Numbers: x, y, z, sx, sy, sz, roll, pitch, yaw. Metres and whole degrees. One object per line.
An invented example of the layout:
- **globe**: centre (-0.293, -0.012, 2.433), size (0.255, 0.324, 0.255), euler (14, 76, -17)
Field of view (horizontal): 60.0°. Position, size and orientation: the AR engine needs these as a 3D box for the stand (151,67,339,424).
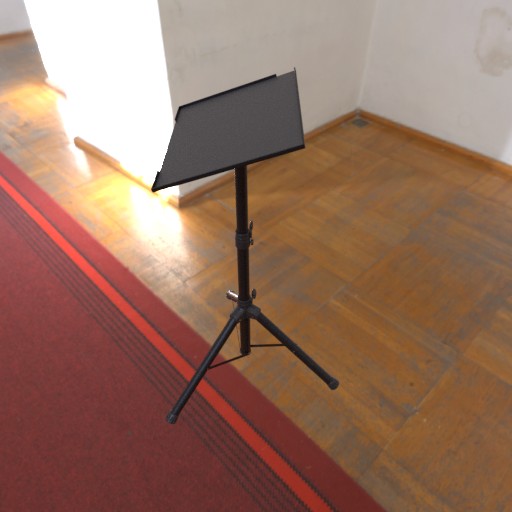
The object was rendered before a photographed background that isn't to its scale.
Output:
- **stand**: centre (0.000, 0.000, 1.589), size (0.702, 1.198, 0.702), euler (1, 43, 1)
